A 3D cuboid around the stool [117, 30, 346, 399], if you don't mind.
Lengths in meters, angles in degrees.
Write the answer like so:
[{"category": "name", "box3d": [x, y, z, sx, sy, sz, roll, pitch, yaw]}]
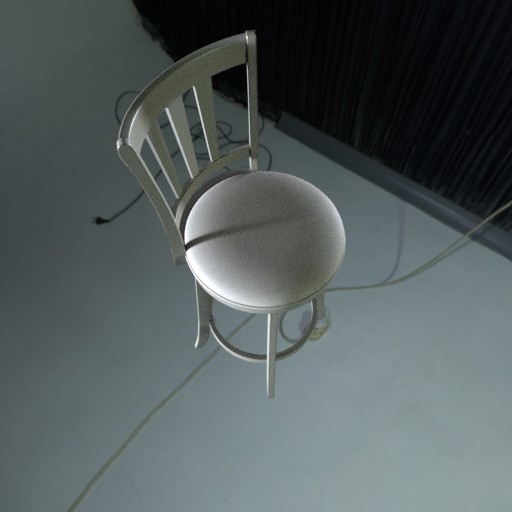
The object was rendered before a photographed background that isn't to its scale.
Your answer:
[{"category": "stool", "box3d": [0.000, 0.000, 1.272, 0.475, 1.042, 0.436, 30, 63, 17]}]
